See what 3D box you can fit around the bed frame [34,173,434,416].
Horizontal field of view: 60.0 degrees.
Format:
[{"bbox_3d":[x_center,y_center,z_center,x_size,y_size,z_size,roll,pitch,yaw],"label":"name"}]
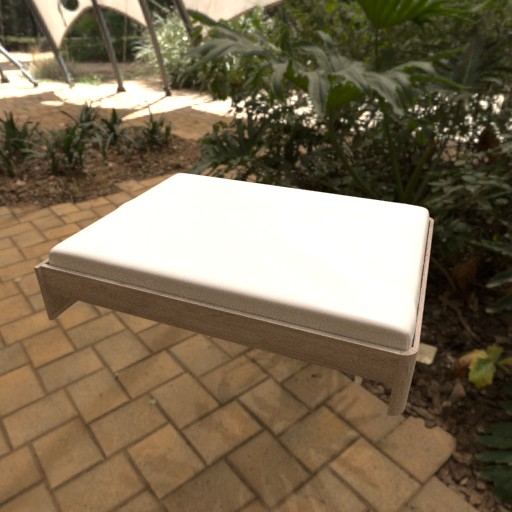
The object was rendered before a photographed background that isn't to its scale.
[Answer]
[{"bbox_3d":[0.000,0.000,2.704,1.950,0.462,1.490,11,31,19],"label":"bed frame"}]
